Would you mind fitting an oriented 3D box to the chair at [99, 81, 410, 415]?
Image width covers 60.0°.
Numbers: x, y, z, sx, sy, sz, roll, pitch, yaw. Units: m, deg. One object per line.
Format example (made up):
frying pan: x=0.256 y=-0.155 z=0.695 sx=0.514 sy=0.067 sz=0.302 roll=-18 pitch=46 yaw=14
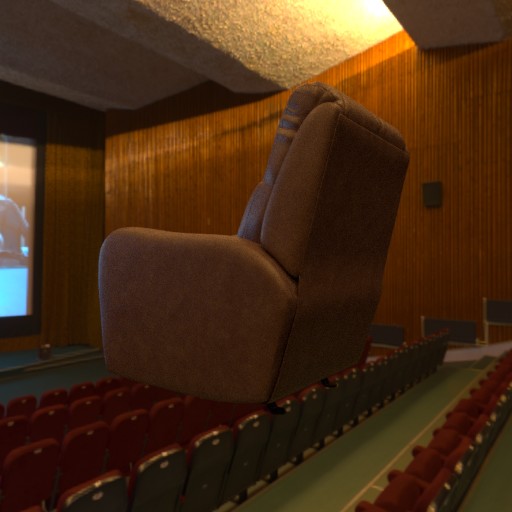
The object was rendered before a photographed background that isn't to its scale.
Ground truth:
chair: x=0.000 y=0.000 z=1.821 sx=1.067 sy=1.067 sz=0.865 roll=0 pitch=0 yaw=36
